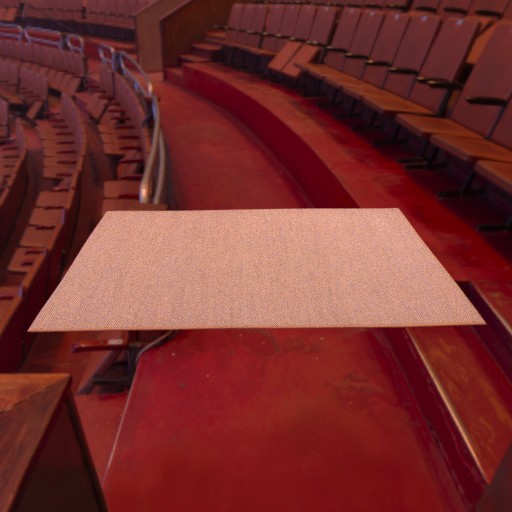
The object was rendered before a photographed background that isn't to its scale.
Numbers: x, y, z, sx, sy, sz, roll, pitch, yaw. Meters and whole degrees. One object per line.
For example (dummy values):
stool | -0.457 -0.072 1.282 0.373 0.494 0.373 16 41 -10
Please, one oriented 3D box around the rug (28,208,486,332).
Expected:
rug | 0.000 0.000 2.076 1.678 0.013 1.078 -1 30 -1
